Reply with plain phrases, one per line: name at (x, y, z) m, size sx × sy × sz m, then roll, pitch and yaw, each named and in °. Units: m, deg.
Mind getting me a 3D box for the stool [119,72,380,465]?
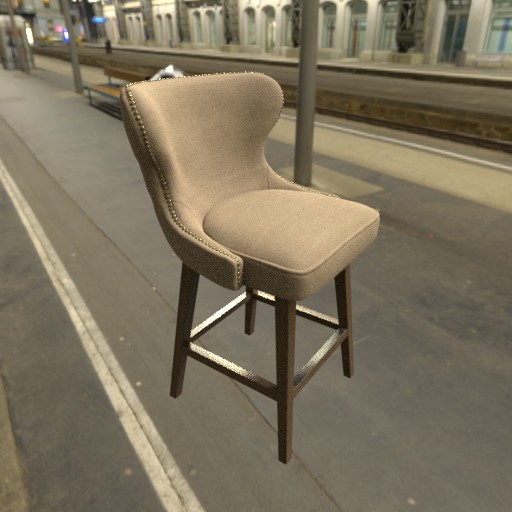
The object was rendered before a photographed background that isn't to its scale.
stool at (0.000, 0.000, 1.321) m, size 0.597 × 0.972 × 0.615 m, roll 18°, pitch 32°, yaw 31°
